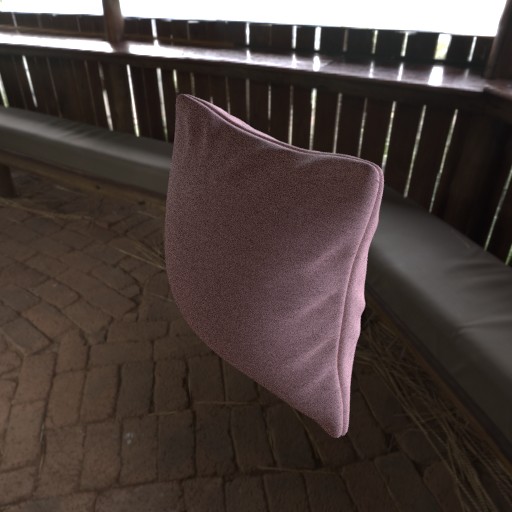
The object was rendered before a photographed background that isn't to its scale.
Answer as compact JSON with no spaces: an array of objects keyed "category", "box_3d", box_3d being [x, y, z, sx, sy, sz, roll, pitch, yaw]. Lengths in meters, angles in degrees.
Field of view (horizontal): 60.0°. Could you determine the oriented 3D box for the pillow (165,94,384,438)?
[{"category":"pillow","box_3d":[0.000,0.000,0.685,0.246,0.415,0.432,-20,37,-29]}]
